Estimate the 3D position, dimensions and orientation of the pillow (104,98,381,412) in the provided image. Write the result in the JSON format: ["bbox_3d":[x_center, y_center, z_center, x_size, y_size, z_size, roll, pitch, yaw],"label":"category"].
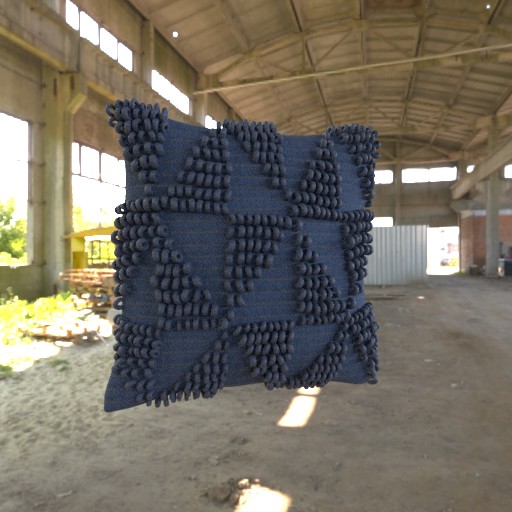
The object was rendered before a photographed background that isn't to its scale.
[{"bbox_3d":[0.000,0.000,0.724,0.469,0.466,0.172,0,0,-19],"label":"pillow"}]
